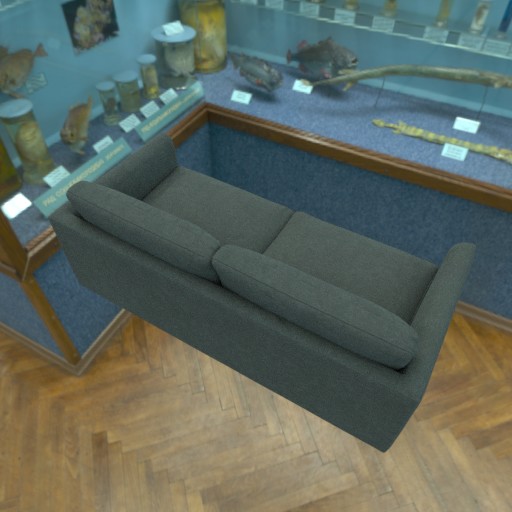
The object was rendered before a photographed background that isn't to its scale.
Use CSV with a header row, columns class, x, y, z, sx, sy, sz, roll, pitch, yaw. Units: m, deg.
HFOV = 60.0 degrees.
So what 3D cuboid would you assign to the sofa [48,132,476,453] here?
class,x,y,z,sx,sy,sz,roll,pitch,yaw
sofa,0.000,0.000,2.703,2.257,0.838,1.092,24,52,20
